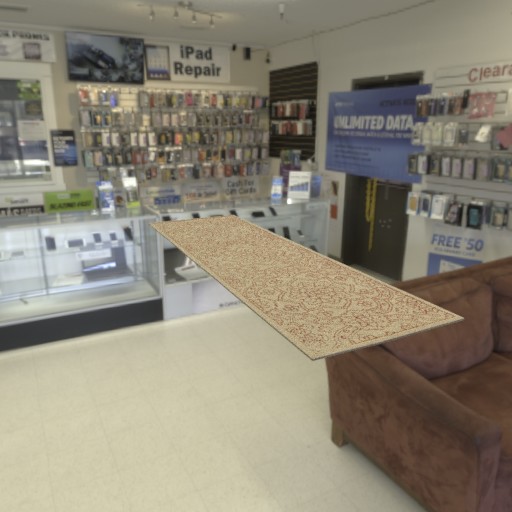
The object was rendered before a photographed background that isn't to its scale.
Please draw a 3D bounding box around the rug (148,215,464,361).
[{"bbox_3d":[0.000,0.000,2.755,0.769,0.012,2.448,-8,19,-25],"label":"rug"}]
